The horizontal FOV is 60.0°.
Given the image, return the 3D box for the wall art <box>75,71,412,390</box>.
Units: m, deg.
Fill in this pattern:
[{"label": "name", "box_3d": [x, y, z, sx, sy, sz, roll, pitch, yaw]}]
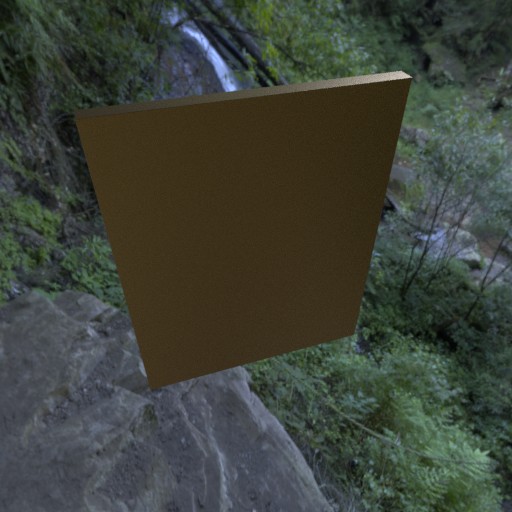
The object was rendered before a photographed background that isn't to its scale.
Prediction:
[{"label": "wall art", "box_3d": [0.000, 0.000, 1.030, 0.610, 0.762, 0.038, -12, 42, -14]}]
